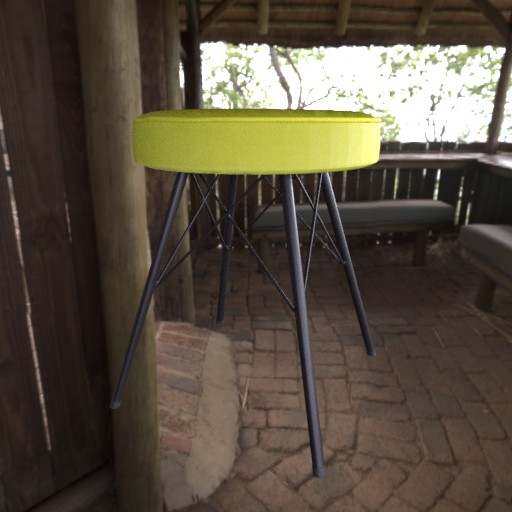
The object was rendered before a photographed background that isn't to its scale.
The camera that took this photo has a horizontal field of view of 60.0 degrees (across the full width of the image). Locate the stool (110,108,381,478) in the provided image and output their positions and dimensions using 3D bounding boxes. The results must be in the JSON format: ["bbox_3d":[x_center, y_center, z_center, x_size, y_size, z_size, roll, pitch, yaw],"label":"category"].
[{"bbox_3d":[0.000,0.000,0.814,0.409,0.508,0.409,8,18,24],"label":"stool"}]
